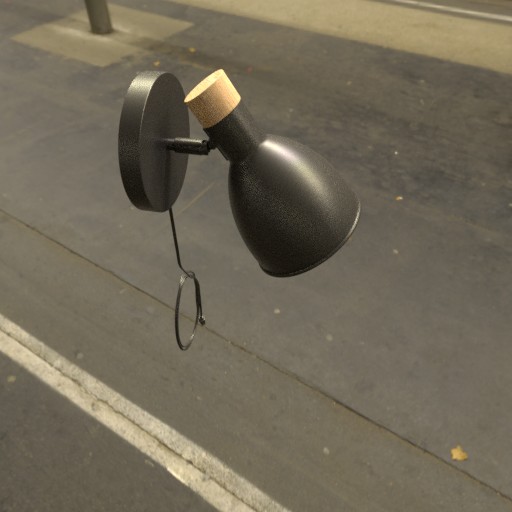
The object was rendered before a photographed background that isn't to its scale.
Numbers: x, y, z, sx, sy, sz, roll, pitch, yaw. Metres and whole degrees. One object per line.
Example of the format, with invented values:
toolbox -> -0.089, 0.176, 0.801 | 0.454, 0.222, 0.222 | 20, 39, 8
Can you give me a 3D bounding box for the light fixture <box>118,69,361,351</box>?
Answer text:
light fixture -> 0.000, 0.000, 0.491 | 0.203, 0.401, 0.127 | 8, 46, 8
